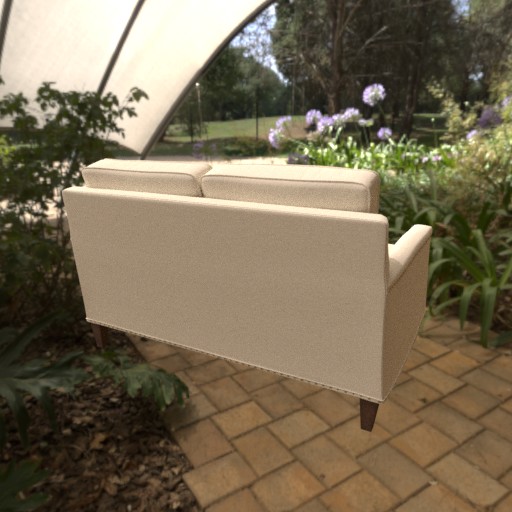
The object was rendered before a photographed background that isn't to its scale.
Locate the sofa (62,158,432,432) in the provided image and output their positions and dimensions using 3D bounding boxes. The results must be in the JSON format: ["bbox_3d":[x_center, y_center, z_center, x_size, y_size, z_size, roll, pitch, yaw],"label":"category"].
[{"bbox_3d":[0.000,0.000,2.277,1.597,1.003,1.084,9,19,27],"label":"sofa"}]
